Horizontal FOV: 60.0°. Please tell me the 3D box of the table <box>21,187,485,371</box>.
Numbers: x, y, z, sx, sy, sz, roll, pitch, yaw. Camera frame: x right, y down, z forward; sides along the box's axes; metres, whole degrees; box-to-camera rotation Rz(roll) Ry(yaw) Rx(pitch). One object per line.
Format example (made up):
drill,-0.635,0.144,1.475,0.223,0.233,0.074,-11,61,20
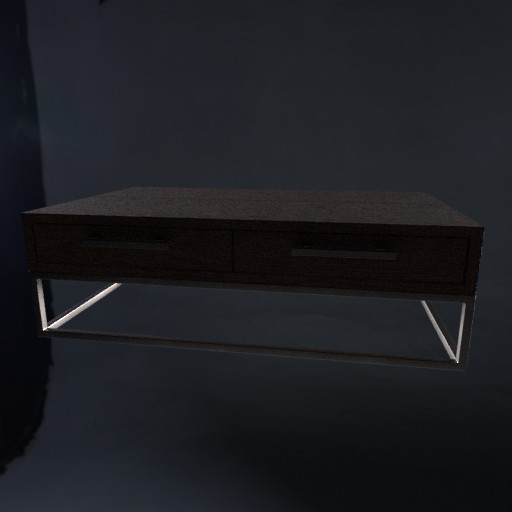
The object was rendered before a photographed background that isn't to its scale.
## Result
table,0.000,0.000,1.462,1.167,0.361,0.719,3,15,10
